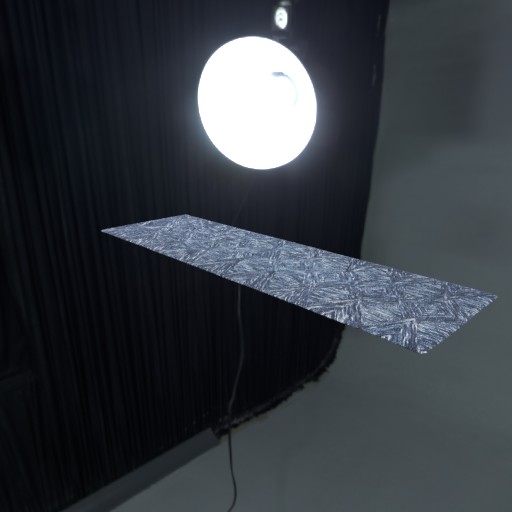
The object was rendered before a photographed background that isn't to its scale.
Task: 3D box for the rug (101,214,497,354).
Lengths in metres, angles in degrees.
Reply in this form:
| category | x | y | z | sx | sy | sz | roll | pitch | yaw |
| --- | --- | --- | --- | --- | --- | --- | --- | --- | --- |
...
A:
| category | x | y | z | sx | sy | sz | roll | pitch | yaw |
| --- | --- | --- | --- | --- | --- | --- | --- | --- | --- |
| rug | 0.000 | 0.000 | 2.476 | 0.719 | 0.013 | 2.306 | -17 | 24 | -42 |
